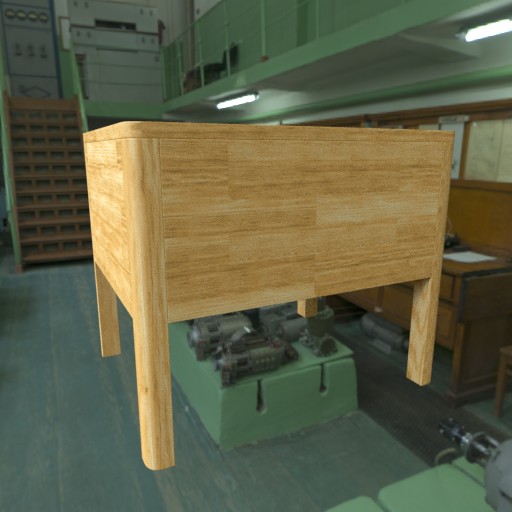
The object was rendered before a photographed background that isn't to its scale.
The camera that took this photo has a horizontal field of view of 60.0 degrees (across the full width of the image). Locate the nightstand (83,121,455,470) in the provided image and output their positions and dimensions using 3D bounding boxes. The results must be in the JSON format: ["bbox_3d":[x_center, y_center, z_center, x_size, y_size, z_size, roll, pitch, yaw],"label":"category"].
[{"bbox_3d":[0.000,0.000,0.876,0.560,0.470,0.440,-7,15,-26],"label":"nightstand"}]
